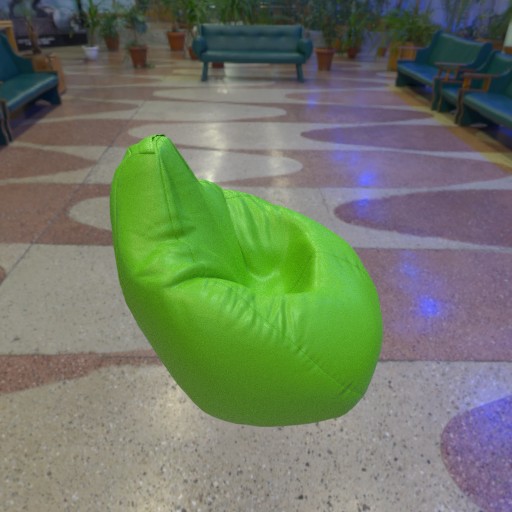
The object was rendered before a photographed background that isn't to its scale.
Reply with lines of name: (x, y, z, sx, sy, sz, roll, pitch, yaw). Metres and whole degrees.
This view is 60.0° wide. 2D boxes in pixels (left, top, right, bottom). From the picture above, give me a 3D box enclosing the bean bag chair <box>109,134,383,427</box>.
bean bag chair: (0.000, 0.000, 1.832, 1.070, 0.990, 1.070, 1, 32, 1)
